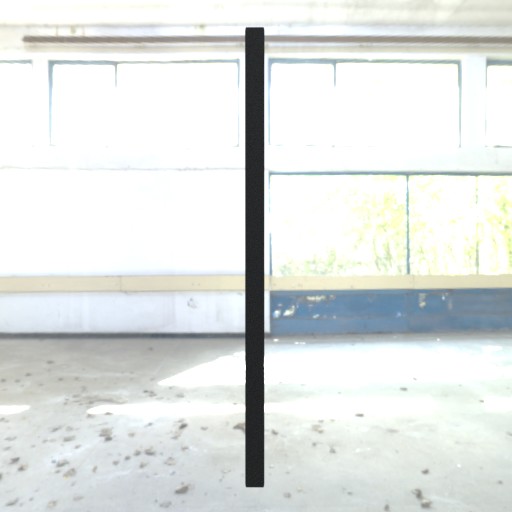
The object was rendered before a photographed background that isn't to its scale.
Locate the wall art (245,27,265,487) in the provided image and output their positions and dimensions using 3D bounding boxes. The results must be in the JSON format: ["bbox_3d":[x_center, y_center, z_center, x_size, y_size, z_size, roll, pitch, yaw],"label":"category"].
[{"bbox_3d":[0.000,0.000,0.705,0.021,0.508,0.432,0,1,0],"label":"wall art"}]
